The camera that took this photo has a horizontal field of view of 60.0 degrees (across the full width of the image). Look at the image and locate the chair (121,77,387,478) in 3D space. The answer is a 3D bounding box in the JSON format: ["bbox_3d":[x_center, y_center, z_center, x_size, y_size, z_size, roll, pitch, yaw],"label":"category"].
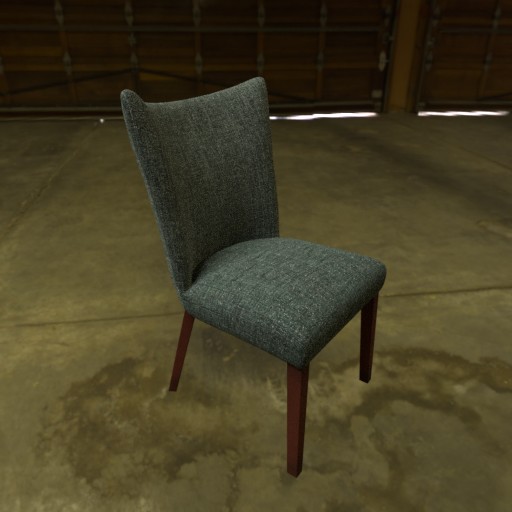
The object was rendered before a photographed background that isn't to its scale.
[{"bbox_3d":[0.000,0.000,1.283,0.623,0.924,0.535,18,31,33],"label":"chair"}]
